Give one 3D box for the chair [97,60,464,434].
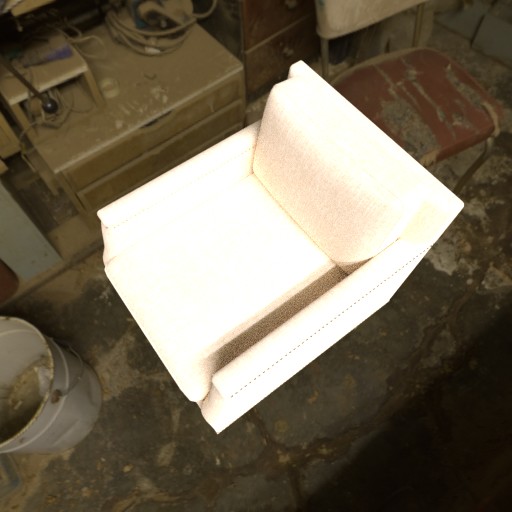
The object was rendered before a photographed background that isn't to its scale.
[{"bbox_3d":[0.000,0.000,1.775,1.041,0.940,0.838,-34,68,-16],"label":"chair"}]
